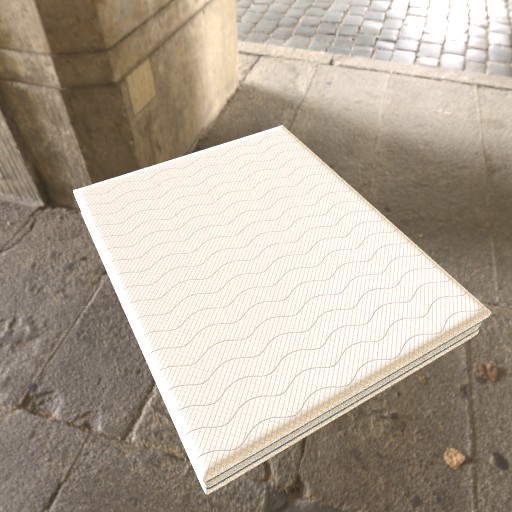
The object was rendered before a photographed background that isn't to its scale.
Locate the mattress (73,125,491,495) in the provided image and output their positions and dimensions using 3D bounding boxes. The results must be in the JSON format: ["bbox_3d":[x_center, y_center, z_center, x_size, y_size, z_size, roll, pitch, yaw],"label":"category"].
[{"bbox_3d":[0.000,0.000,2.624,1.600,0.230,2.000,-23,52,-19],"label":"mattress"}]
